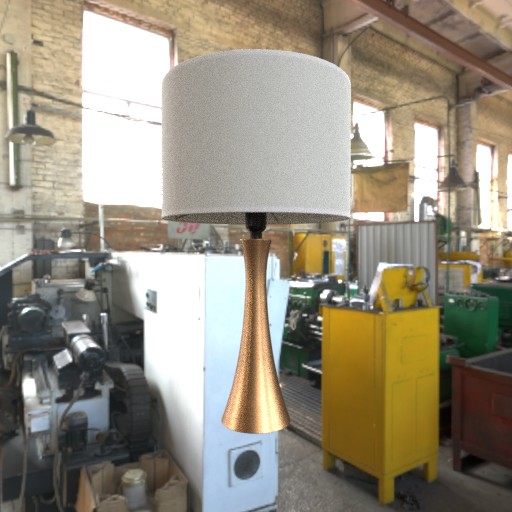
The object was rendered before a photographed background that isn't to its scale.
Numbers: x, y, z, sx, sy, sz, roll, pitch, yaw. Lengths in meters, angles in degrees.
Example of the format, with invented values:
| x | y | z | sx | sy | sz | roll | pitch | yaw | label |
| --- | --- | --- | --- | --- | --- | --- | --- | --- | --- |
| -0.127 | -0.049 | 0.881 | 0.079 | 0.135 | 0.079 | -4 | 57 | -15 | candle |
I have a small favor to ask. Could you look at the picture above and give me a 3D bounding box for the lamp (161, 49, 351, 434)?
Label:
| x | y | z | sx | sy | sz | roll | pitch | yaw | label |
| --- | --- | --- | --- | --- | --- | --- | --- | --- | --- |
| 0.000 | 0.000 | 0.645 | 0.268 | 0.479 | 0.268 | 0 | 1 | 17 | lamp |
